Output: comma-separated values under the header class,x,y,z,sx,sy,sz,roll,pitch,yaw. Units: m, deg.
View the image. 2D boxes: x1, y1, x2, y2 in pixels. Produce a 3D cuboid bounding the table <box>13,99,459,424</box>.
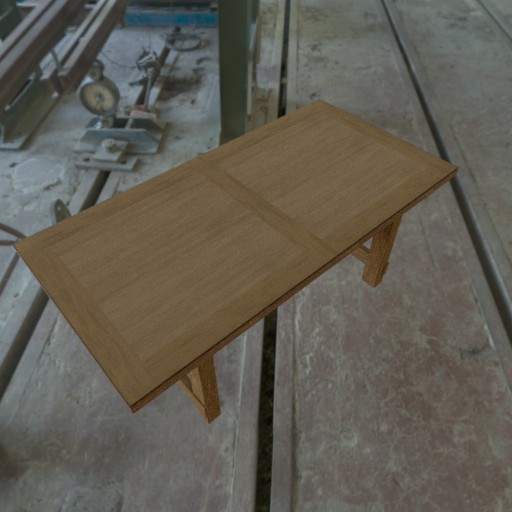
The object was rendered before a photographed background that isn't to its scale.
class,x,y,z,sx,sy,sz,roll,pitch,yaw
table,0.000,0.000,2.419,1.982,0.762,1.000,-33,55,-27
